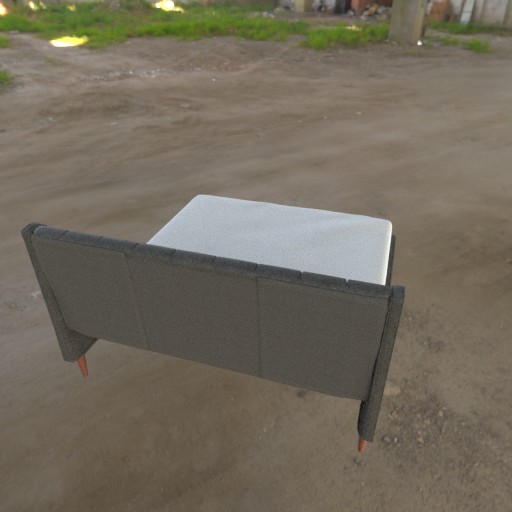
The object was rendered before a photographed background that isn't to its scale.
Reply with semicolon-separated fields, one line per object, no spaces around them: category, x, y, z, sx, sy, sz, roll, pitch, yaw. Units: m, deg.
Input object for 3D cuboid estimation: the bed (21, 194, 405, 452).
bed;0.000;0.000;2.531;1.531;0.933;1.638;10;33;15
